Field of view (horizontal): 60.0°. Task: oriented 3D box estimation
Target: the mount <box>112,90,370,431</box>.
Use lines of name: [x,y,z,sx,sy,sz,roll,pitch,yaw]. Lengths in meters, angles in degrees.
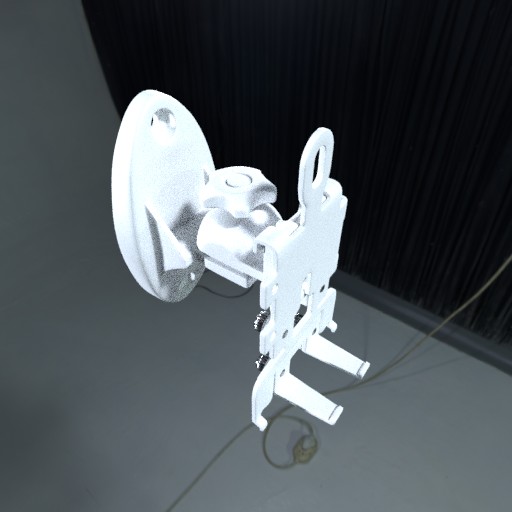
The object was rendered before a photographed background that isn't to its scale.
mount: [0.000,0.000,0.174,0.100,0.118,0.066,25,47,25]
